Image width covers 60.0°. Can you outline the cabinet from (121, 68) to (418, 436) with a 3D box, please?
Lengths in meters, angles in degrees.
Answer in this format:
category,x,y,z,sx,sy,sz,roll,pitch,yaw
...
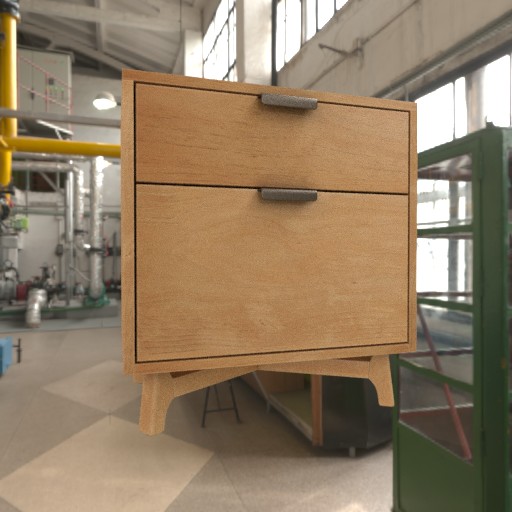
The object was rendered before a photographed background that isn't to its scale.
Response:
category,x,y,z,sx,sy,sz,roll,pitch,yaw
cabinet,0.000,0.000,0.953,0.551,0.599,0.394,0,1,-17
